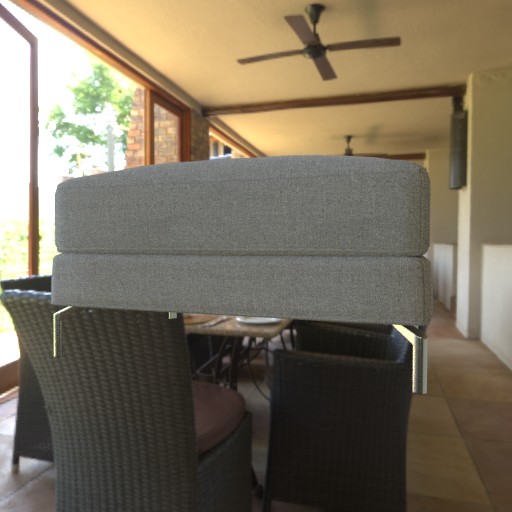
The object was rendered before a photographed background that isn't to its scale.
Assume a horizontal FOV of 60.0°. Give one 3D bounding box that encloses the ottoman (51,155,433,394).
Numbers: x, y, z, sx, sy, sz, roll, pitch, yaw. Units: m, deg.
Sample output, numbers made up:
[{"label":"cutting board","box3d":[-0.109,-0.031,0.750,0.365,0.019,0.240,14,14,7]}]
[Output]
[{"label":"ottoman","box3d":[0.000,0.000,1.152,0.838,0.457,0.584,1,2,18]}]
